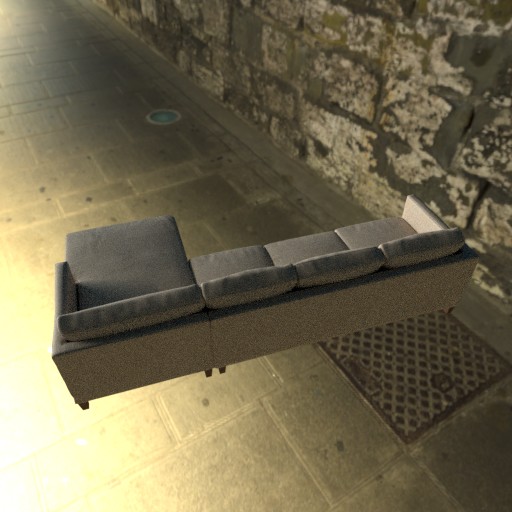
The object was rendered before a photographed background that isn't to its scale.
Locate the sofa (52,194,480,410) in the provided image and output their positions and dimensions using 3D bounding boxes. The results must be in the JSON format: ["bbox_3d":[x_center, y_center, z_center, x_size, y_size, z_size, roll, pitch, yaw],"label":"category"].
[{"bbox_3d":[0.000,0.000,3.843,3.186,0.846,1.625,-12,43,-13],"label":"sofa"}]
